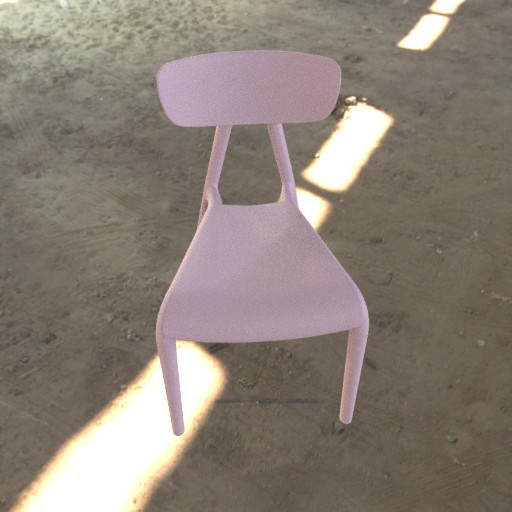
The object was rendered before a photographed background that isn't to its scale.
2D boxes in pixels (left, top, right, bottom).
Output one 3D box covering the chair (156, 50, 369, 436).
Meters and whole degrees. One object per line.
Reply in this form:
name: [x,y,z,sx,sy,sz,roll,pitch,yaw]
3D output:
chair: [0.000,0.000,0.800,0.356,0.580,0.401,-3,47,-3]
